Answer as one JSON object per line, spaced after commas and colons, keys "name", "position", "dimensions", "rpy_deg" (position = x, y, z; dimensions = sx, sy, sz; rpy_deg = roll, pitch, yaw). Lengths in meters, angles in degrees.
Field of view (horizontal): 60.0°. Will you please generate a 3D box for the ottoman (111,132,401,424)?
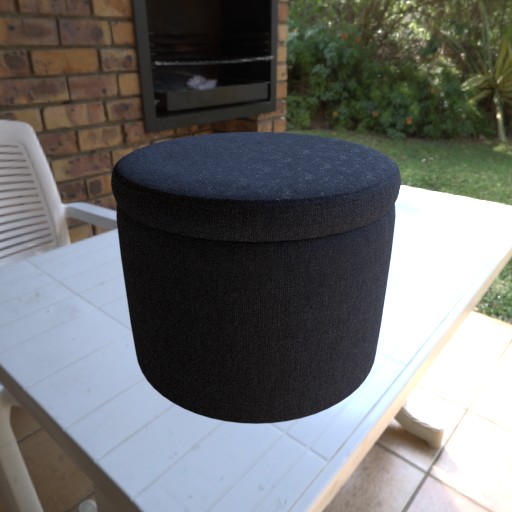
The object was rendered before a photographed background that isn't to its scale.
{"name": "ottoman", "position": [0.000, 0.000, 0.900], "dimensions": [0.520, 0.430, 0.520], "rpy_deg": [0, 26, 0]}
